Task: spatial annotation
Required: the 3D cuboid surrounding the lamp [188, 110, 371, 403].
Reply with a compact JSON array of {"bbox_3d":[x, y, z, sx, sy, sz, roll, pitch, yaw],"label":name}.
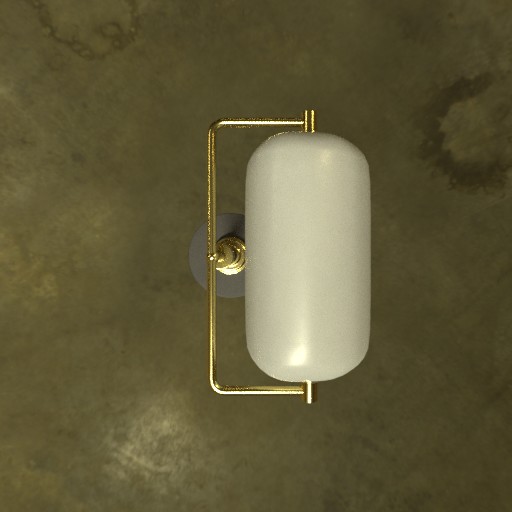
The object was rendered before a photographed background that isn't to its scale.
[{"bbox_3d":[0.000,0.000,0.565,0.227,0.404,0.269,0,90,0],"label":"lamp"}]
